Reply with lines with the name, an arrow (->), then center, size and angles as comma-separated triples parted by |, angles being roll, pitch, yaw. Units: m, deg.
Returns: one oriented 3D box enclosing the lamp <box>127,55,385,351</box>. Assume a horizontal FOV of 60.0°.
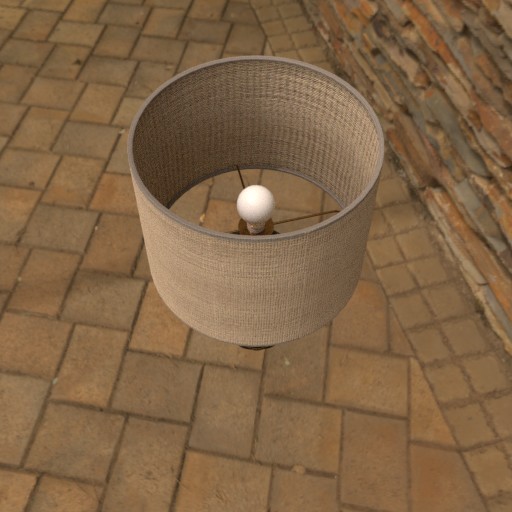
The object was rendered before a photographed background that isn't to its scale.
lamp -> 0.000, 0.000, 0.817 | 0.376, 0.594, 0.376 | 0, 58, 0
